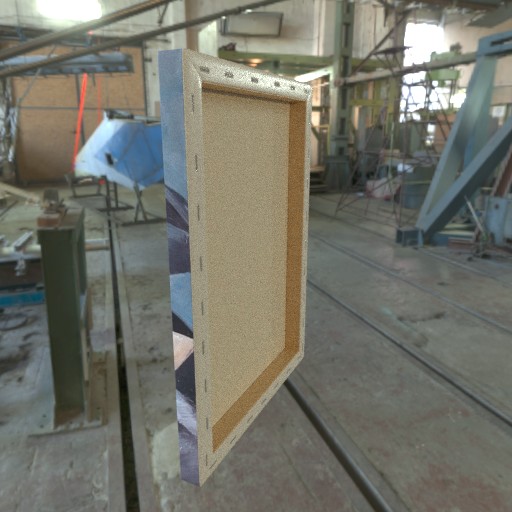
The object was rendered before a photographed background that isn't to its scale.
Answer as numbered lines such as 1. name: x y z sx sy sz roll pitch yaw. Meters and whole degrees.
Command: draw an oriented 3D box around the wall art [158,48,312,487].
1. wall art: 0.000 0.000 0.793 0.037 0.613 0.455 7 17 25
